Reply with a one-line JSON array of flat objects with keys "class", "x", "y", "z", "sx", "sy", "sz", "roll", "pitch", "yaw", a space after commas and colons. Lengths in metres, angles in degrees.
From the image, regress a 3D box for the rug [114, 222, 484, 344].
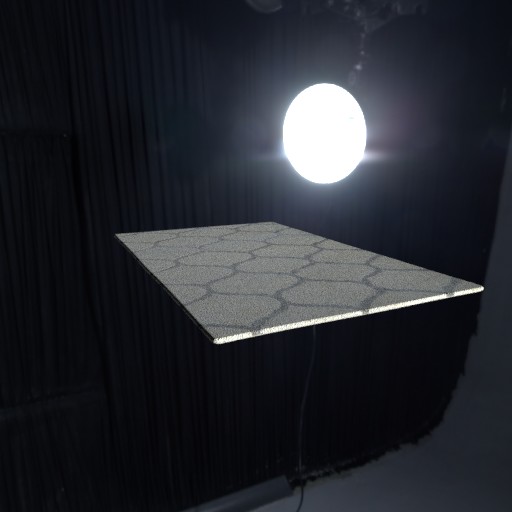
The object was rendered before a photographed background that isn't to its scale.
[{"class": "rug", "x": 0.000, "y": 0.000, "z": 2.999, "sx": 1.501, "sy": 0.024, "sz": 2.348, "roll": -7, "pitch": 15, "yaw": -25}]
